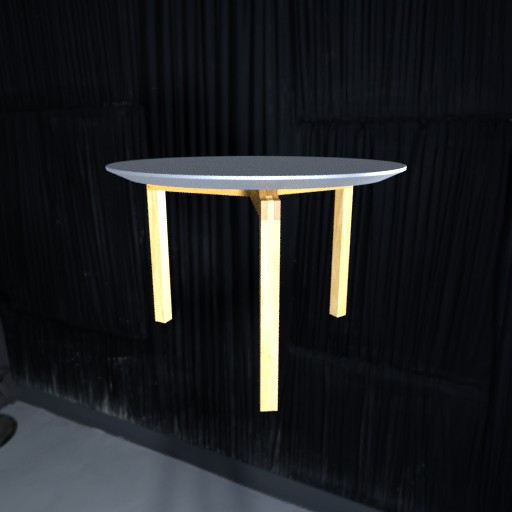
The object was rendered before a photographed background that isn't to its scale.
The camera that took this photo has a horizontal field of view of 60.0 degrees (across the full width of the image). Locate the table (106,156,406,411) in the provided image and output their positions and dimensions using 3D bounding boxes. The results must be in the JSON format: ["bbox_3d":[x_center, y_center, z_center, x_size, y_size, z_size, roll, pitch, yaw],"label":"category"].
[{"bbox_3d":[0.000,0.000,0.985,0.600,0.405,0.600,0,15,0],"label":"table"}]
